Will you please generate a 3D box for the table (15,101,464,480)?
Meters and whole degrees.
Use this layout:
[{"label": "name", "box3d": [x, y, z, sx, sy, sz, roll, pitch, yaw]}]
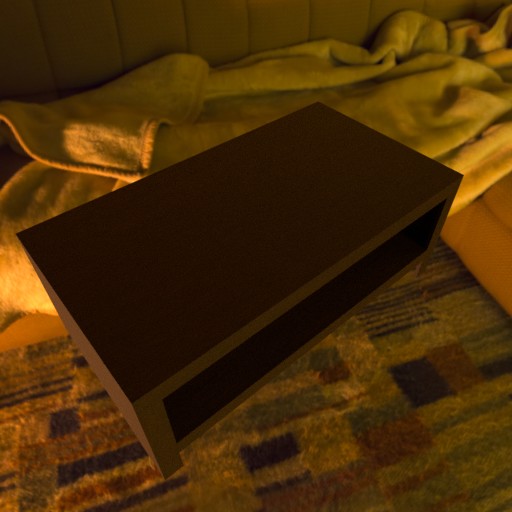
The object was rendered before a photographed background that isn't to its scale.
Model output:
[{"label": "table", "box3d": [0.000, 0.000, 1.368, 1.099, 0.424, 0.597, -31, 53, -27]}]
